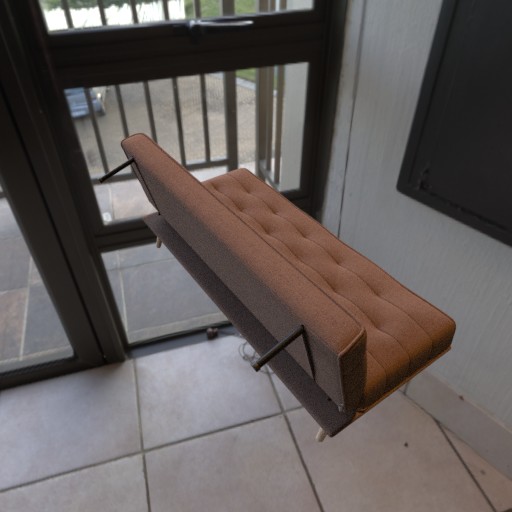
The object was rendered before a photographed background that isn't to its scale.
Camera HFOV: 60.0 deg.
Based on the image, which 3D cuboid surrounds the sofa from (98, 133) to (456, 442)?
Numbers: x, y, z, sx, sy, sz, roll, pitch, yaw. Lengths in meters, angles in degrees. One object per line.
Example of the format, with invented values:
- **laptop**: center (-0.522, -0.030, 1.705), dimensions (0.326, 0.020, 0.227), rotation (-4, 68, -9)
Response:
- **sofa**: center (0.000, 0.000, 2.332), dimensions (1.038, 0.810, 1.820), rotation (-25, 47, -26)
